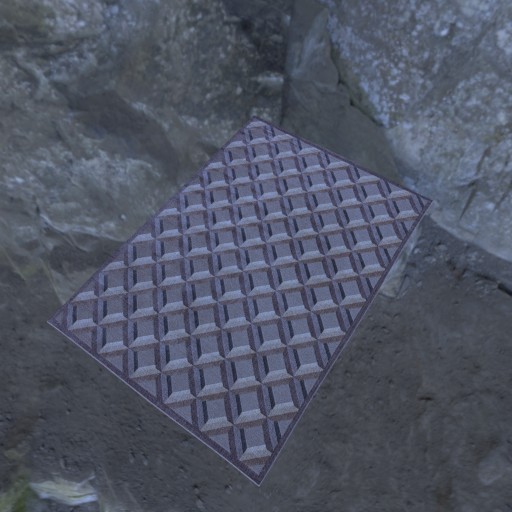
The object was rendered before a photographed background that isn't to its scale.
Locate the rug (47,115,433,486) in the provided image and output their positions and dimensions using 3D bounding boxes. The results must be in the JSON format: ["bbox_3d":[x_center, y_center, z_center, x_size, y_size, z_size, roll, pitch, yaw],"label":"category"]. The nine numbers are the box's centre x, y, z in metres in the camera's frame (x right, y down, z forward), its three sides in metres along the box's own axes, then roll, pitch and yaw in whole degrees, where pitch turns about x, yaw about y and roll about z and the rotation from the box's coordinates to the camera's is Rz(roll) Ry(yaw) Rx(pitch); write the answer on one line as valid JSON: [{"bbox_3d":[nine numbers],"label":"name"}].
[{"bbox_3d":[0.000,0.000,2.988,1.600,0.013,2.260,31,63,17],"label":"rug"}]
